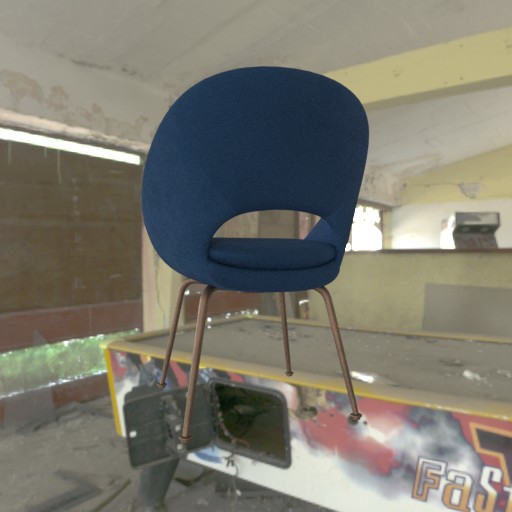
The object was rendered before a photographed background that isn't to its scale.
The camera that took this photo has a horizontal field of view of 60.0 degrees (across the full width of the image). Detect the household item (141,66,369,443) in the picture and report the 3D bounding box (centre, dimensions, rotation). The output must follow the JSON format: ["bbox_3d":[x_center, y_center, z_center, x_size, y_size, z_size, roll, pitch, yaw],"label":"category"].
[{"bbox_3d":[0.000,0.000,1.257,0.623,0.852,0.573,0,0,-19],"label":"household item"}]
